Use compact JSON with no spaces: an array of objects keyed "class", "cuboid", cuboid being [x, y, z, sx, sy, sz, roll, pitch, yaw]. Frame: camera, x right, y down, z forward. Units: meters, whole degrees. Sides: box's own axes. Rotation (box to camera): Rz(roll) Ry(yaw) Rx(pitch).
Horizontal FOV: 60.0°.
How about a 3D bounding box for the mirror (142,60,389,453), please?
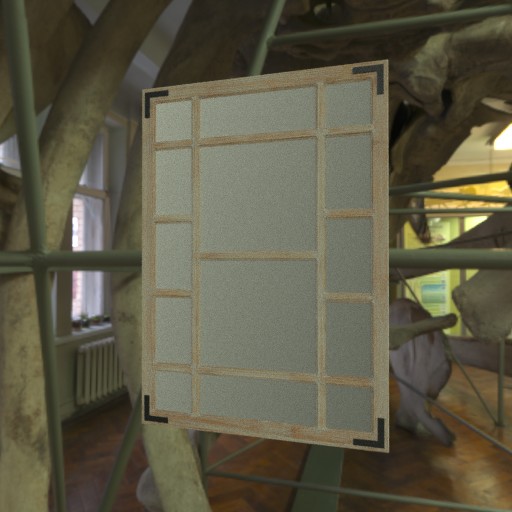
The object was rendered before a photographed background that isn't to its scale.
[{"class":"mirror","cuboid":[0.000,0.000,1.231,0.705,0.996,0.025,0,0,17]}]
